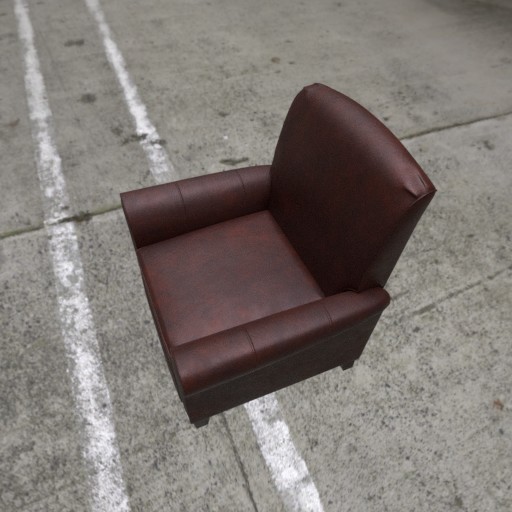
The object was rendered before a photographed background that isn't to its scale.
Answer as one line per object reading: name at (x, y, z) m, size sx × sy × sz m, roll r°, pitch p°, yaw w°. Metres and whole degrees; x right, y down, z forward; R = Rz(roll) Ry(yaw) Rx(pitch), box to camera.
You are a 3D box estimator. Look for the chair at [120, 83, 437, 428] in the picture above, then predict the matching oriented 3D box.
chair at (0.000, 0.000, 1.775) m, size 0.902 × 1.061 × 0.978 m, roll -17°, pitch 49°, yaw -15°
